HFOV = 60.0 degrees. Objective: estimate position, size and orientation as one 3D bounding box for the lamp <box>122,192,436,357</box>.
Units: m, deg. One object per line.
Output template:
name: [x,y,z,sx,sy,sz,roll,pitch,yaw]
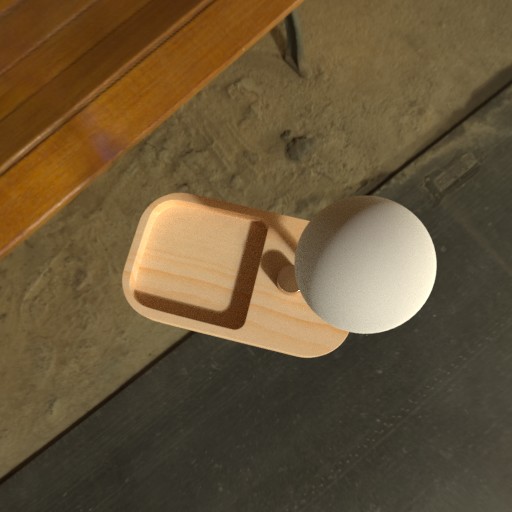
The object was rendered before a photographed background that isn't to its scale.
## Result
lamp: [0.000,0.000,0.475,0.331,0.253,0.173,13,76,3]
